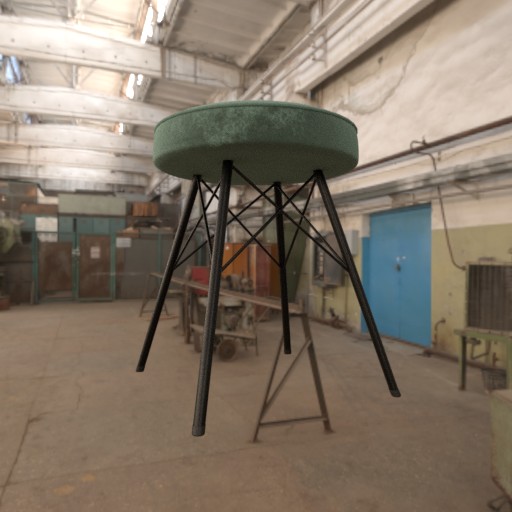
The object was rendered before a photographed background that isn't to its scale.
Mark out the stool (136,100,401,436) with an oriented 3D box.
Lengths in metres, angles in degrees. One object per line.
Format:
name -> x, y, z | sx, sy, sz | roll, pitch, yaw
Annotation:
stool -> 0.000, 0.000, 0.904 | 0.457, 0.519, 0.458 | 0, 0, -19
